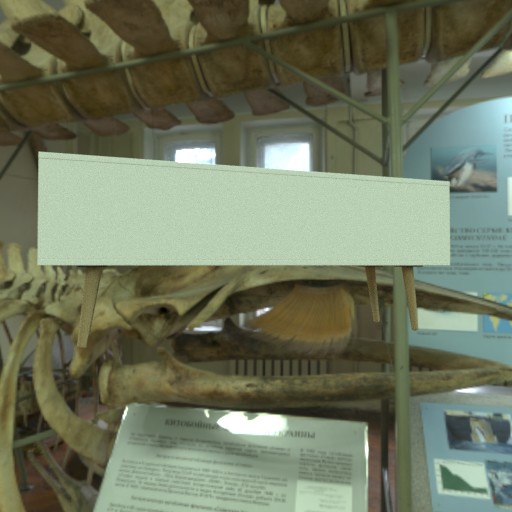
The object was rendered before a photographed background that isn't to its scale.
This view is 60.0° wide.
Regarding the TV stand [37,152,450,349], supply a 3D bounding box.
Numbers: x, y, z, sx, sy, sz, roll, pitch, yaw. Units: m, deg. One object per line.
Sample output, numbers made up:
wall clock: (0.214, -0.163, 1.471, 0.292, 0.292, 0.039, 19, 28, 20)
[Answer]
TV stand: (0.000, 0.000, 1.628, 1.398, 0.560, 0.401, 0, -1, -18)
